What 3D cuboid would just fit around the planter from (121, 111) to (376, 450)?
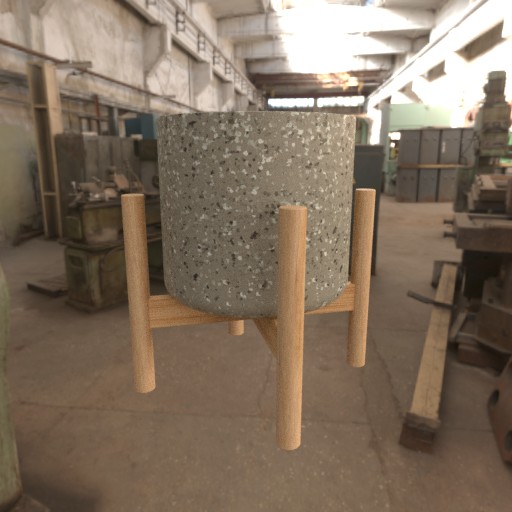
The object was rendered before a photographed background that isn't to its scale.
[{"bbox_3d":[0.000,0.000,0.541,0.284,0.320,0.284,2,14,9],"label":"planter"}]
